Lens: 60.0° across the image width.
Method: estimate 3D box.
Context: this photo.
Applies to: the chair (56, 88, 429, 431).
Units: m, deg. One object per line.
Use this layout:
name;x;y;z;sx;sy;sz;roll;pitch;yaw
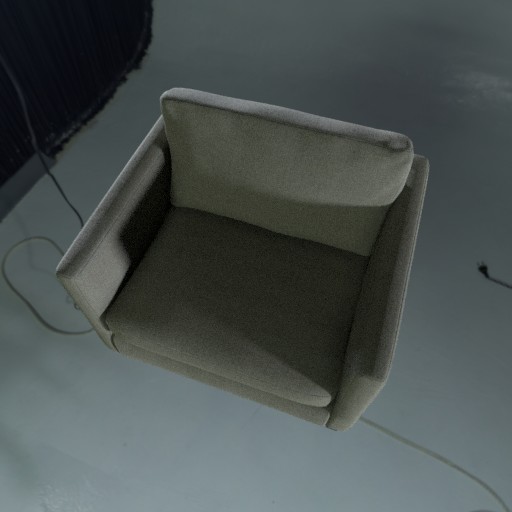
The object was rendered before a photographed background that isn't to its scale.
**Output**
chair;0.000;0.000;1.766;1.107;0.963;0.959;16;58;10
